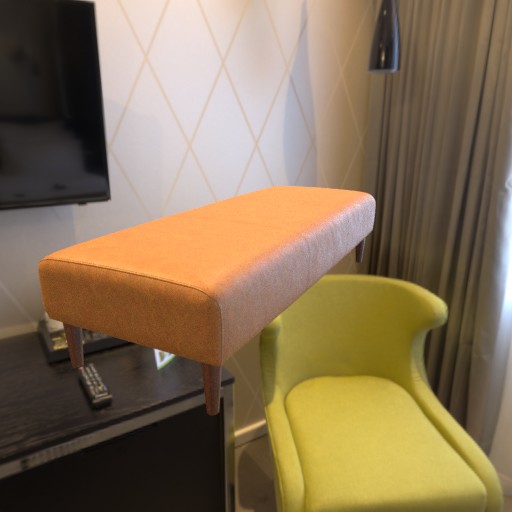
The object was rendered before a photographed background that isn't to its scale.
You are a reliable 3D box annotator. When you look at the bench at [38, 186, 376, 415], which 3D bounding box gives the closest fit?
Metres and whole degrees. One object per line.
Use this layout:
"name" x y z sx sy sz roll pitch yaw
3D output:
"bench" 0.000 0.000 1.871 0.653 0.399 1.610 9 19 26
